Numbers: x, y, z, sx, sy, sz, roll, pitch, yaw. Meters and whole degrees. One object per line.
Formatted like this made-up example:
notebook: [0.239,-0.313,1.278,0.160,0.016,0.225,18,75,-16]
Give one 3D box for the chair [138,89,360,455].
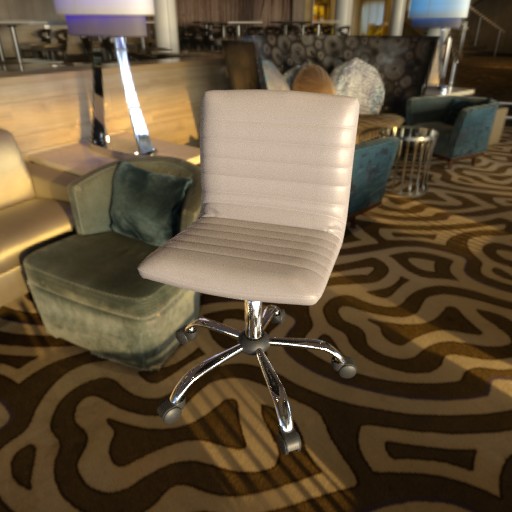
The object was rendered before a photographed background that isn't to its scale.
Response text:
chair: [0.000,0.000,1.125,0.569,0.750,0.542,8,29,15]
